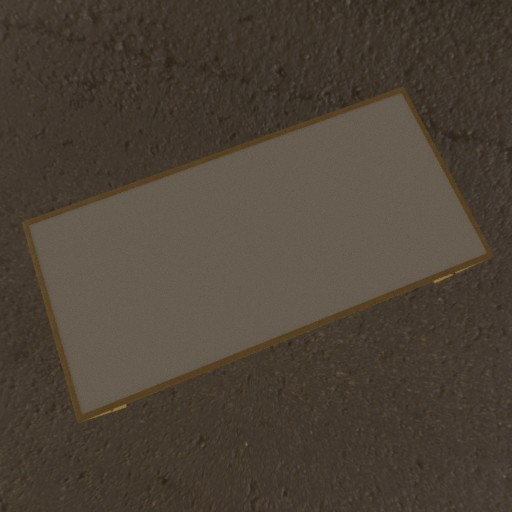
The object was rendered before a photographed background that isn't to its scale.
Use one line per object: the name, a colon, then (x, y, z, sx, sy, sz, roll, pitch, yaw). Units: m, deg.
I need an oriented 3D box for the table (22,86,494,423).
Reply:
table: (0.000, 0.000, 1.444, 1.206, 0.398, 0.580, -21, 77, -5)
